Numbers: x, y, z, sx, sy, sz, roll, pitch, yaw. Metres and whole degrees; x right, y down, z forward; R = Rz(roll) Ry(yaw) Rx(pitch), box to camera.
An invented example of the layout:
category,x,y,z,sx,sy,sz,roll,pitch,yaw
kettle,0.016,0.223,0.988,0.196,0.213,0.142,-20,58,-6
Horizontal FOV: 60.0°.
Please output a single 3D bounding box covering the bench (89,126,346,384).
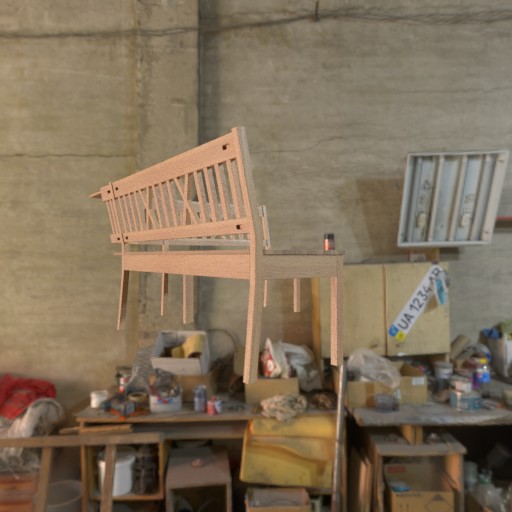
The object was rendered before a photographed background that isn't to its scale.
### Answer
category,x,y,z,sx,sy,sz,roll,pitch,yaw
bench,0.000,0.000,2.760,1.537,0.902,1.937,0,0,-35
